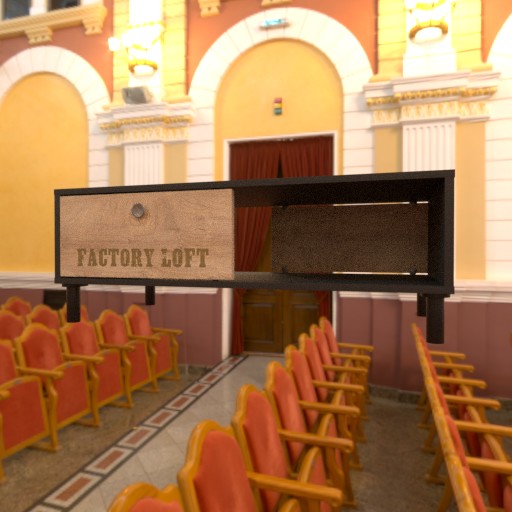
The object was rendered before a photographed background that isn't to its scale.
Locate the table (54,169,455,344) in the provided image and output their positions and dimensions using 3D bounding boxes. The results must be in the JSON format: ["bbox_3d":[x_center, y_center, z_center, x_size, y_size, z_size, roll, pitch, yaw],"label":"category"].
[{"bbox_3d":[0.000,0.000,1.412,1.100,0.400,0.550,0,1,17],"label":"table"}]
